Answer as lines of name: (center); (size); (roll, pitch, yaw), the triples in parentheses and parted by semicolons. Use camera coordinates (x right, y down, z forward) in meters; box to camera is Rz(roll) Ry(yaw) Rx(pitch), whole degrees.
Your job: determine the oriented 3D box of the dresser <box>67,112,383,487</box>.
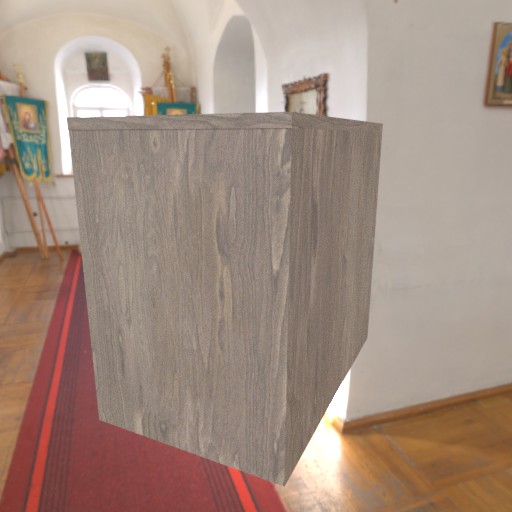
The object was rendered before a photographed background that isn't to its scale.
dresser: (0.000, 0.000, 1.309); (0.529, 0.762, 0.809); (7, 17, 25)
